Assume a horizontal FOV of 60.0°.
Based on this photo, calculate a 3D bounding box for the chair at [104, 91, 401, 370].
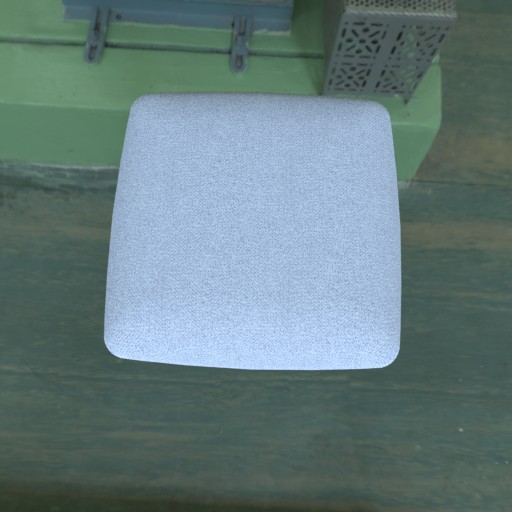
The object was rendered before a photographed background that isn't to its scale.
[{"bbox_3d":[0.000,0.000,0.709,0.350,0.440,0.350,2,76,1],"label":"chair"}]
